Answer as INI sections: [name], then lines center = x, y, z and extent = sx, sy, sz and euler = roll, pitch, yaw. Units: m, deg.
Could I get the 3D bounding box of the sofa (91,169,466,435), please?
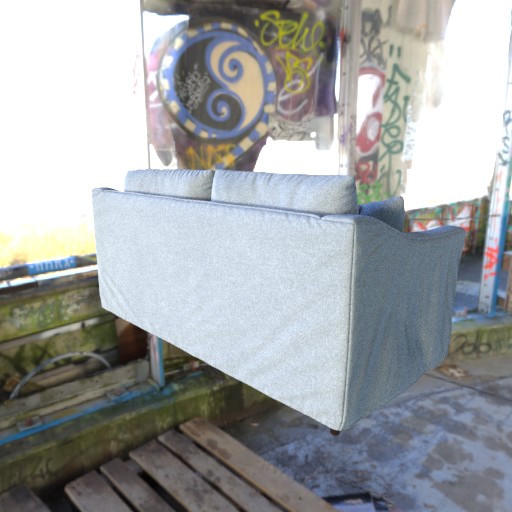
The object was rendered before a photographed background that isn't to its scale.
[sofa]
center = 0.000, 0.000, 2.613
extent = 2.010, 1.018, 1.072
euler = 13, 18, 43
